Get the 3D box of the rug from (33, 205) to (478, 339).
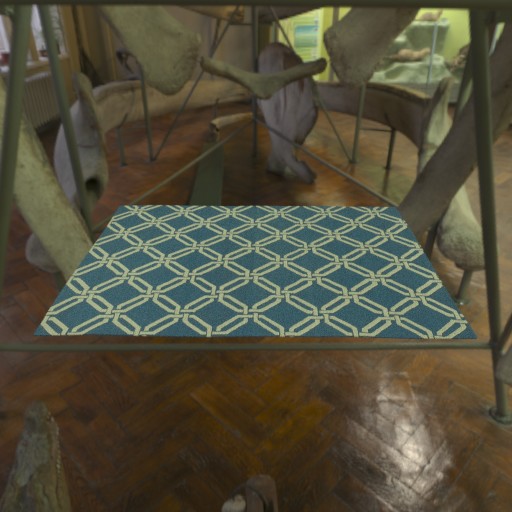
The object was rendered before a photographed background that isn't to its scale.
[{"bbox_3d":[0.000,0.000,2.756,2.135,0.013,1.524,0,30,0],"label":"rug"}]
